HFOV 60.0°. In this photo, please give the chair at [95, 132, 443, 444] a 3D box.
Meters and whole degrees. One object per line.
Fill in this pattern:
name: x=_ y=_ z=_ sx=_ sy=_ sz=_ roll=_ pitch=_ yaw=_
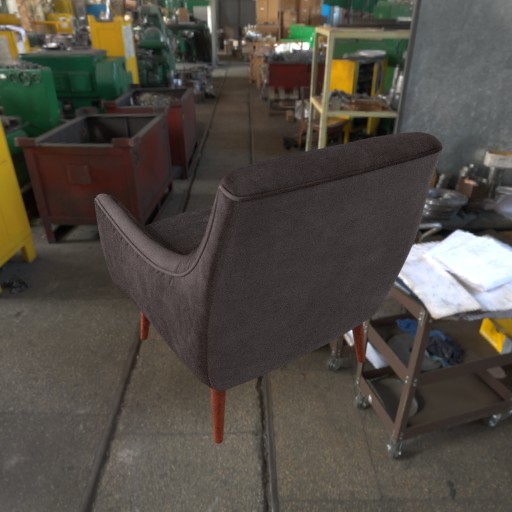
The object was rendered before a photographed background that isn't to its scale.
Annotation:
chair: x=0.000 y=0.000 z=1.402 sx=0.762 sy=0.838 sz=0.787 roll=-19 pitch=34 yaw=-30
